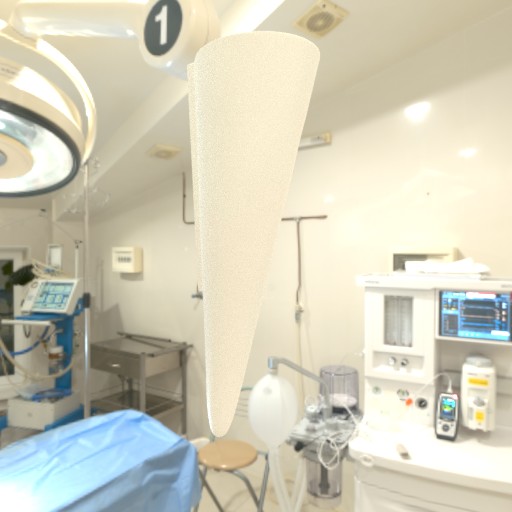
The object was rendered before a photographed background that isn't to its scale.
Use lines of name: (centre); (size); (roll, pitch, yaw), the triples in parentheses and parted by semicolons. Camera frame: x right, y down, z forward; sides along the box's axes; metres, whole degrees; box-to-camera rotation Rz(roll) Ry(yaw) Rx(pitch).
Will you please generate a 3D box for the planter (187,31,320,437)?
planter: (0.000, 0.000, 0.220); (0.064, 0.193, 0.057); (1, 1, 36)
